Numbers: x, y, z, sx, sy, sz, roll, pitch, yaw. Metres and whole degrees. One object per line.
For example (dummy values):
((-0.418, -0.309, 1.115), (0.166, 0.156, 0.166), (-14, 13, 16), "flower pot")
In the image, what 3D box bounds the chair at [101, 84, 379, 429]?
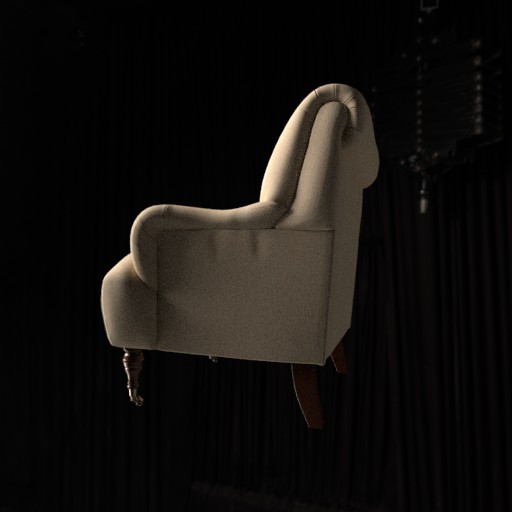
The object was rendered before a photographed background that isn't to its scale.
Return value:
((0.000, 0.000, 1.605), (0.842, 0.944, 0.766), (0, 0, 18), "chair")
